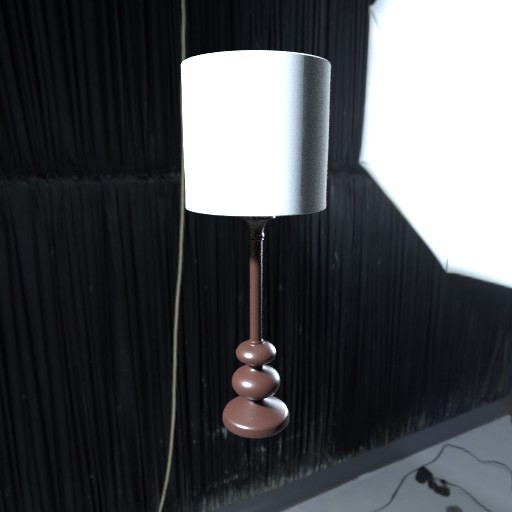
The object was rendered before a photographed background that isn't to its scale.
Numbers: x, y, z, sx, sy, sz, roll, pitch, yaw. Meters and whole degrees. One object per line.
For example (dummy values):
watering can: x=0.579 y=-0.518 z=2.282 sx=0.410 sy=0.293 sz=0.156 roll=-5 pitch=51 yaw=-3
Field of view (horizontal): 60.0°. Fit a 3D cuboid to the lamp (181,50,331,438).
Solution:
lamp: x=0.000 y=0.000 z=0.836 sx=0.254 sy=0.690 sz=0.254 roll=-7 pitch=15 yaw=-26
